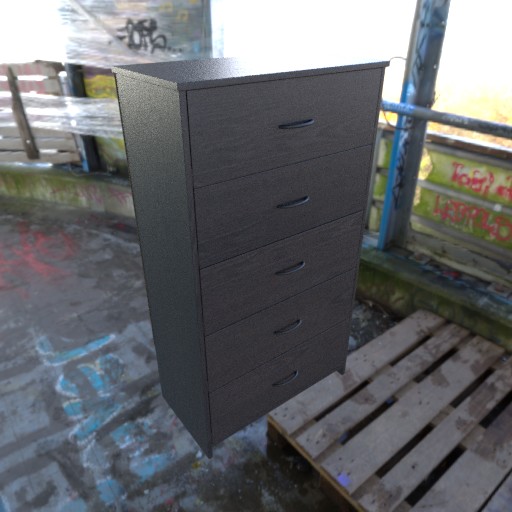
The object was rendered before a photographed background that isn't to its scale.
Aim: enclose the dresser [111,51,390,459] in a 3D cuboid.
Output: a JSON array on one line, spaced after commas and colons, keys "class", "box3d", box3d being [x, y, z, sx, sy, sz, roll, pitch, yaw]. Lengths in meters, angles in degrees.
[{"class": "dresser", "box3d": [0.000, 0.000, 1.561, 0.704, 1.254, 0.418, -21, 36, -32]}]
